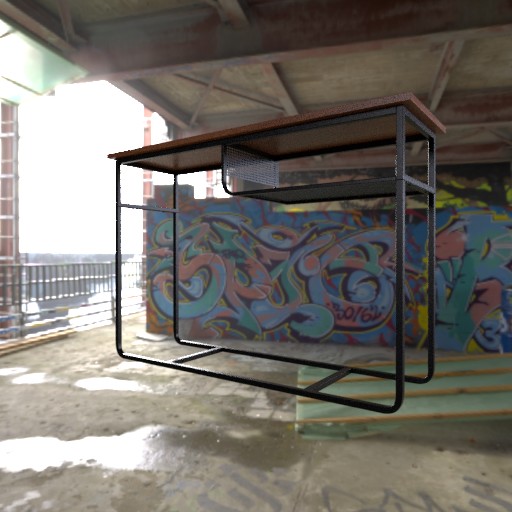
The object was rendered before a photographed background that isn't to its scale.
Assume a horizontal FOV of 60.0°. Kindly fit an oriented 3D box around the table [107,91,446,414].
[{"bbox_3d":[0.000,0.000,1.463,1.100,0.750,0.350,0,0,35],"label":"table"}]
